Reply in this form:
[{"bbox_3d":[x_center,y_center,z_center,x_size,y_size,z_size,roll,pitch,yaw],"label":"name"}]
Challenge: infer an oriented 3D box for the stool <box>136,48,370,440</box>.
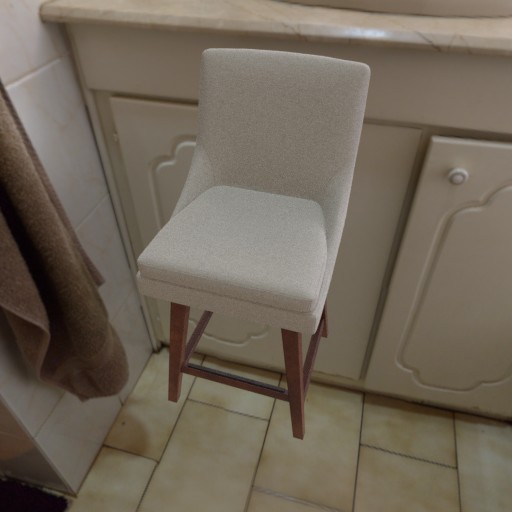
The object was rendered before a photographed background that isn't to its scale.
[{"bbox_3d":[0.000,0.000,1.303,0.469,0.991,0.559,12,43,13],"label":"stool"}]
